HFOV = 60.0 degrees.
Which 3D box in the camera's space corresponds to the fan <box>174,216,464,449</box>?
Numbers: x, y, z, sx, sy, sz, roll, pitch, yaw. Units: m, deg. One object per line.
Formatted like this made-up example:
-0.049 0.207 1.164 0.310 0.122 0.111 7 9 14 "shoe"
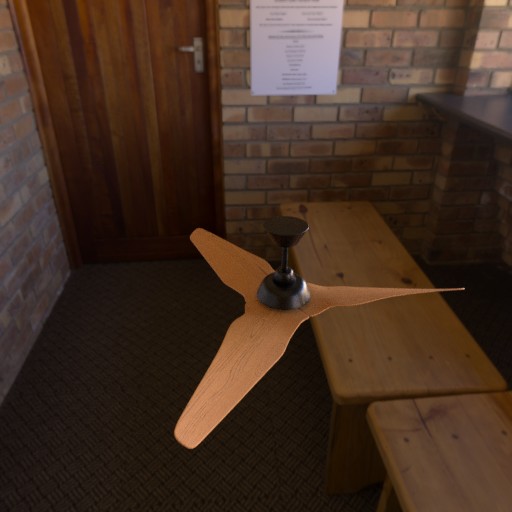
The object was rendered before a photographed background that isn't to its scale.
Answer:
0.000 0.000 1.603 1.142 0.355 1.010 -20 35 -32 "fan"
